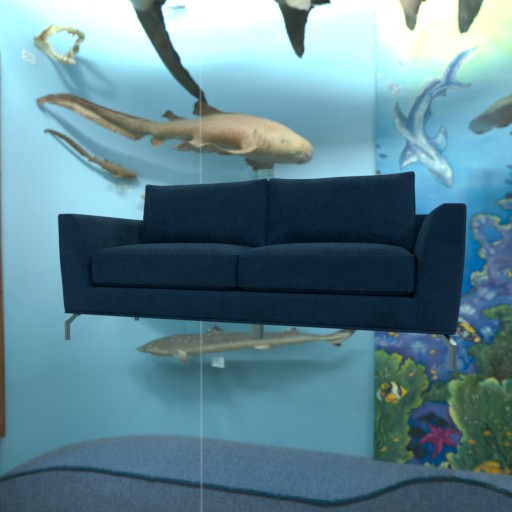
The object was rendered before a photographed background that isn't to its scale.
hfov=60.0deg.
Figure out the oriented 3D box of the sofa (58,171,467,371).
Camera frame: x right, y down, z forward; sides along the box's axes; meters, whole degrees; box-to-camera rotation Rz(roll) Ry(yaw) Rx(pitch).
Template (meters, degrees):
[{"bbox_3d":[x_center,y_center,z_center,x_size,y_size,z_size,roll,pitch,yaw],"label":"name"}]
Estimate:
[{"bbox_3d":[0.000,0.000,2.675,2.212,0.998,0.853,0,1,18],"label":"sofa"}]
